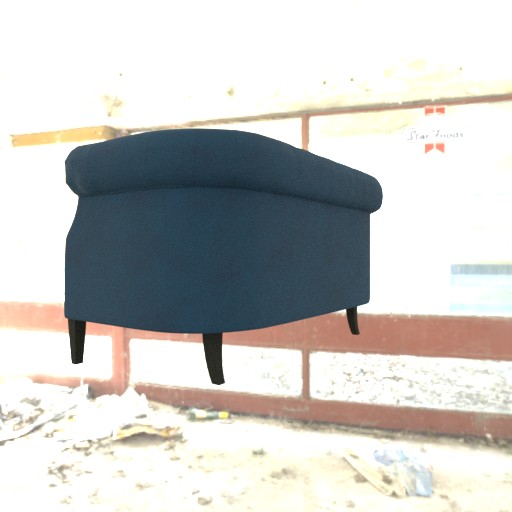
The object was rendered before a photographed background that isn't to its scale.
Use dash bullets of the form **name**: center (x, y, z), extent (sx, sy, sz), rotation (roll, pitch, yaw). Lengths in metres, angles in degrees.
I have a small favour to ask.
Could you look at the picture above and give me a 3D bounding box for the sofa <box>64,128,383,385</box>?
- **sofa**: center (0.000, 0.000, 2.034), extent (0.835, 0.827, 1.558), rotation (0, 0, 36)
